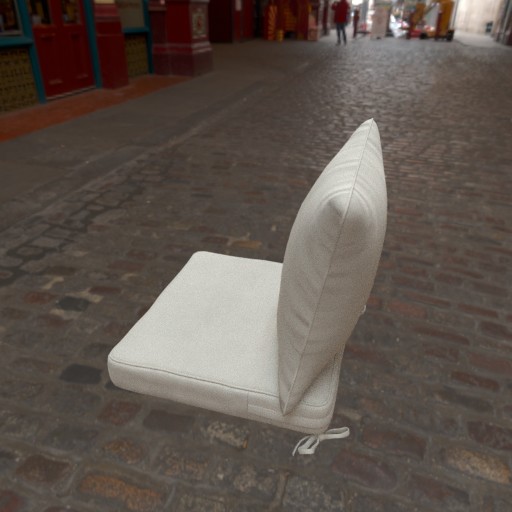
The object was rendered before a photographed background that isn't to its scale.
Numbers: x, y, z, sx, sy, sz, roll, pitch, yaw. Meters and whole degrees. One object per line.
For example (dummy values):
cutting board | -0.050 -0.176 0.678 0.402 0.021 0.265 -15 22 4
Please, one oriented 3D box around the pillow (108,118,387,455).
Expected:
pillow | 0.000 0.000 1.360 0.733 0.716 0.798 8 31 14
